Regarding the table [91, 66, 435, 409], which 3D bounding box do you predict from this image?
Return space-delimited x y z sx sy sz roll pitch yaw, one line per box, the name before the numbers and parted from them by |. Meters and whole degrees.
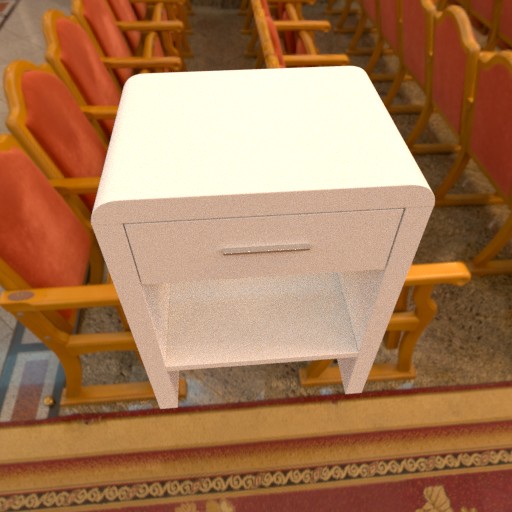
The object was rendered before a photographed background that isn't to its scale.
table | 0.000 0.000 0.879 0.450 0.590 0.350 -4 47 -3
